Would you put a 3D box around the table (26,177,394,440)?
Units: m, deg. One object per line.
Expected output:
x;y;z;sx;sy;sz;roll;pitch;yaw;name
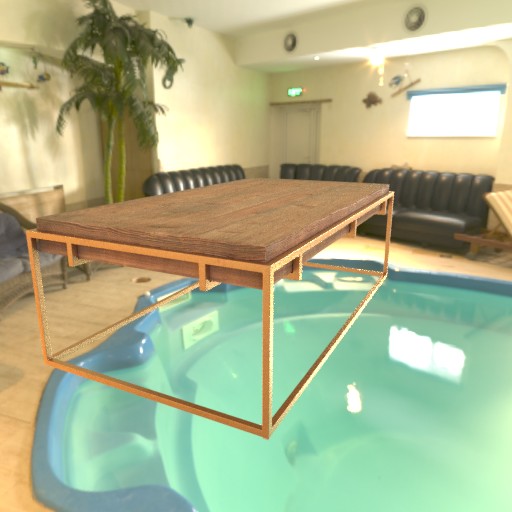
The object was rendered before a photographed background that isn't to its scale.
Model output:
0.000;0.000;1.747;0.775;0.468;1.387;8;17;26;table
